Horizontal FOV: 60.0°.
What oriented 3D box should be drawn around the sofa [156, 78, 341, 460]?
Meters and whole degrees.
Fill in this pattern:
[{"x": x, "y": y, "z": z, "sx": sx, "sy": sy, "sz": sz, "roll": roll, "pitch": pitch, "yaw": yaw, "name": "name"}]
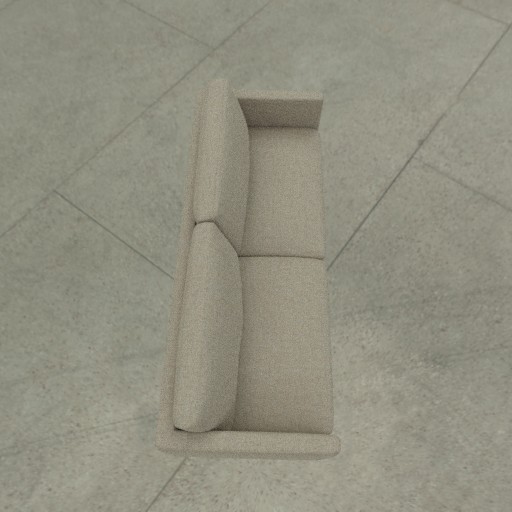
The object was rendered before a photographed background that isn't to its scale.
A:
[{"x": 0.000, "y": 0.000, "z": 2.936, "sx": 0.951, "sy": 0.965, "sz": 2.434, "roll": 1, "pitch": 64, "yaw": 1, "name": "sofa"}]
